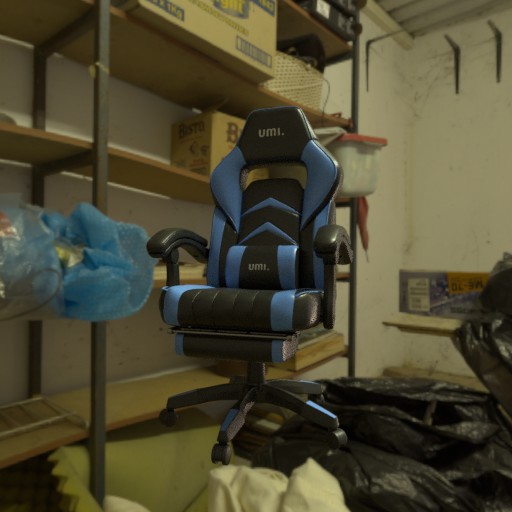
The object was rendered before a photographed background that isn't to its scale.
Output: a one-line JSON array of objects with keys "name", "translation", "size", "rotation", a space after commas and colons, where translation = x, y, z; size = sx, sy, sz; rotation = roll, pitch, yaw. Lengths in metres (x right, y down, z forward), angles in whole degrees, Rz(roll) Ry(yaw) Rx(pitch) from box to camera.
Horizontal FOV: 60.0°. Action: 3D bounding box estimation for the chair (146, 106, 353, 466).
[{"name": "chair", "translation": [0.000, 0.000, 1.669], "size": [0.700, 1.280, 0.700], "rotation": [0, 0, 18]}]
